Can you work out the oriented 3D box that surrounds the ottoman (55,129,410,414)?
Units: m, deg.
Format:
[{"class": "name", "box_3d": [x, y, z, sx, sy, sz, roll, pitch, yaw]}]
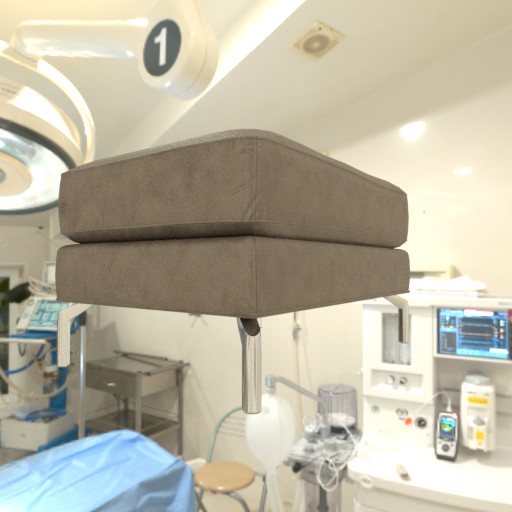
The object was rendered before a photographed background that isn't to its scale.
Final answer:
[{"class": "ottoman", "box_3d": [0.000, 0.000, 1.048, 0.520, 0.456, 0.719, -1, -1, 36]}]
